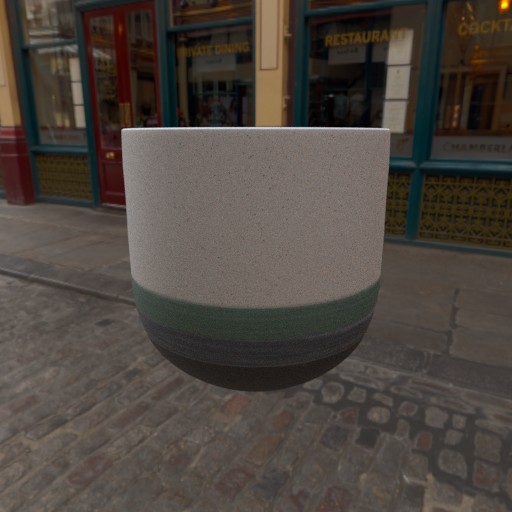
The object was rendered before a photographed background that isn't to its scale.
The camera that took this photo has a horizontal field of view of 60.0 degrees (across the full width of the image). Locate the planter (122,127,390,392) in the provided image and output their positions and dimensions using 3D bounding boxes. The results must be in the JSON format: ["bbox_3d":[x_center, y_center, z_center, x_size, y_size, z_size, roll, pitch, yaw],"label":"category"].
[{"bbox_3d":[0.000,0.000,0.491,0.268,0.270,0.268,0,15,0],"label":"planter"}]
